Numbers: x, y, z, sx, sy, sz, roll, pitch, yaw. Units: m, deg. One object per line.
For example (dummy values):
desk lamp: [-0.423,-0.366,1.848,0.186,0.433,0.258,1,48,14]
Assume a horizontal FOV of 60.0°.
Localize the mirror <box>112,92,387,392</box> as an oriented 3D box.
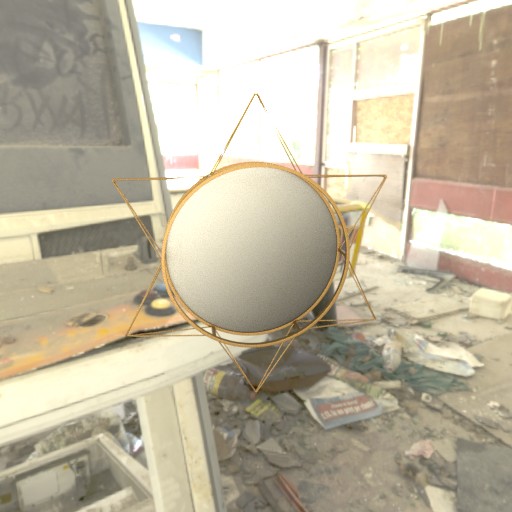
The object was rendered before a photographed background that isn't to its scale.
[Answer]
mirror: [0.000,0.000,0.833,0.498,0.581,0.062,-2,16,-9]
